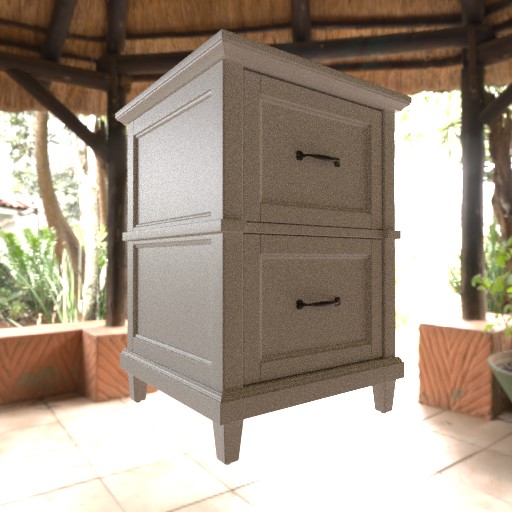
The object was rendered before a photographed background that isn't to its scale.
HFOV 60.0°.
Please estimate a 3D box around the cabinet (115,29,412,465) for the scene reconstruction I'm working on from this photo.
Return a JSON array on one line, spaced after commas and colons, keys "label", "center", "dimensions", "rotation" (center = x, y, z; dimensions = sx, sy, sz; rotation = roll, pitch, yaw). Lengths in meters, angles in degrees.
[{"label": "cabinet", "center": [0.000, 0.000, 1.138], "dimensions": [0.544, 0.775, 0.547], "rotation": [0, -1, -36]}]
